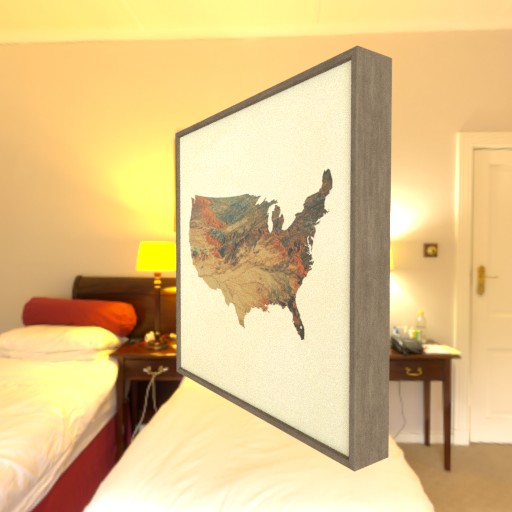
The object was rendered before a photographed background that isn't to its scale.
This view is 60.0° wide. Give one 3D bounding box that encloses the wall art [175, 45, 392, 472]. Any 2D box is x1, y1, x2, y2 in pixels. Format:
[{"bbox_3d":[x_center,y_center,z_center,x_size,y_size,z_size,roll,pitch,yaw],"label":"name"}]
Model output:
[{"bbox_3d":[0.000,0.000,0.448,0.038,0.302,0.303,-1,2,-35],"label":"wall art"}]
